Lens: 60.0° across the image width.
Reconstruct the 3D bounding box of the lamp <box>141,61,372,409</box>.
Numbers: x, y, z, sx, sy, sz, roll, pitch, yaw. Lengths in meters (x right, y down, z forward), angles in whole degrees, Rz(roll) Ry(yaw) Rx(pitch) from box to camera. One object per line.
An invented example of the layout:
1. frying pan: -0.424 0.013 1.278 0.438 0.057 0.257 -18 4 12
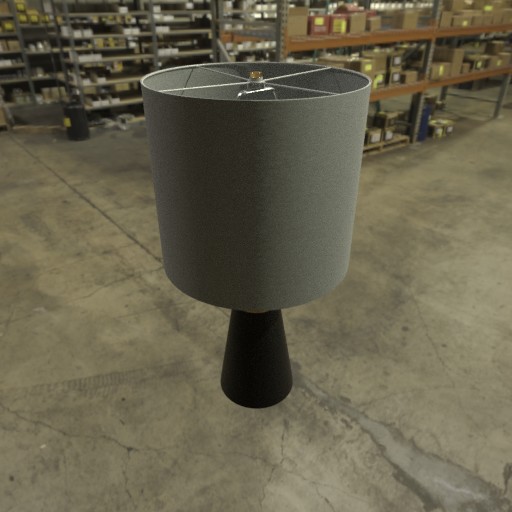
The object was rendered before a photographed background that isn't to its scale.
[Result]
1. lamp: 0.000 0.000 0.750 0.308 0.580 0.308 -23 38 -33
